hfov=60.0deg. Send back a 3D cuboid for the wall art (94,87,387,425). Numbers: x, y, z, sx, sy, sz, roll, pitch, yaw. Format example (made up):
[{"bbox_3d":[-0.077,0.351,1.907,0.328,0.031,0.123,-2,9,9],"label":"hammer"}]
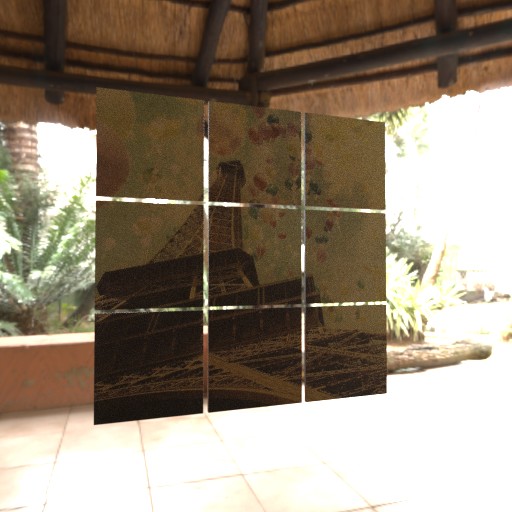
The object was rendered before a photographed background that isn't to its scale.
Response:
[{"bbox_3d":[0.000,0.000,1.841,1.256,1.246,0.017,0,-1,-19],"label":"wall art"}]
